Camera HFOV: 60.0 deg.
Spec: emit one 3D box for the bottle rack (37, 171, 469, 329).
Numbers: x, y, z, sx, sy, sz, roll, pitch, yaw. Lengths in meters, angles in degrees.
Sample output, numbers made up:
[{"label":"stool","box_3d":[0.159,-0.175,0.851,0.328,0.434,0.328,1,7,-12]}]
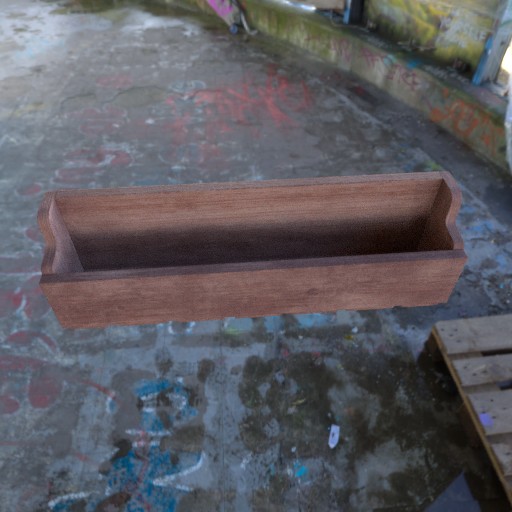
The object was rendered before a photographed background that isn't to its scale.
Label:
[{"label":"bottle rack","box_3d":[0.000,0.000,0.694,0.608,0.196,0.126,-3,46,-3]}]
